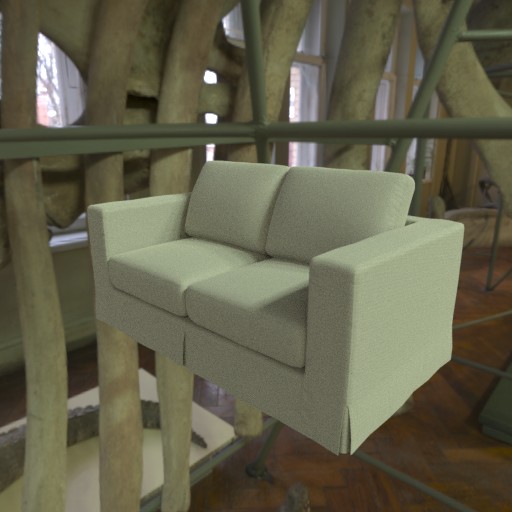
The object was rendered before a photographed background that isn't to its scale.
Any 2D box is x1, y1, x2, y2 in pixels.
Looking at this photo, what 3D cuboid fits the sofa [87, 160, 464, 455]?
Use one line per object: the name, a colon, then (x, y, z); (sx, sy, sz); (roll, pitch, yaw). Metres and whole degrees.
sofa: (0.000, 0.000, 2.380); (1.813, 0.932, 1.009); (14, 21, 41)
